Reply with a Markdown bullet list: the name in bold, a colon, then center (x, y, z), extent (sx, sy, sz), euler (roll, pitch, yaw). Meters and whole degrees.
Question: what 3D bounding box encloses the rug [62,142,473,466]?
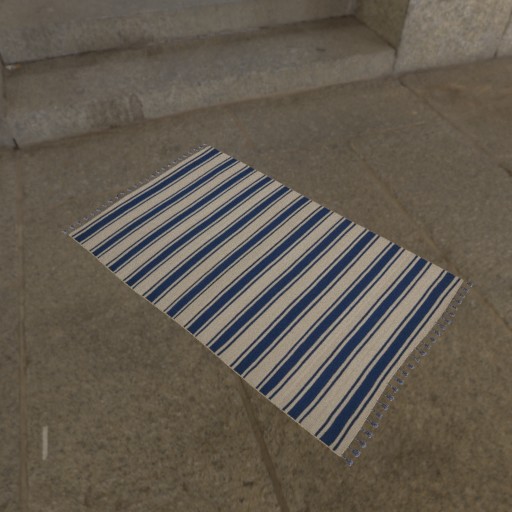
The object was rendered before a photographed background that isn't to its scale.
- **rug**: center (0.000, 0.000, 2.578), extent (2.108, 0.009, 1.248), euler (33, 56, 26)
